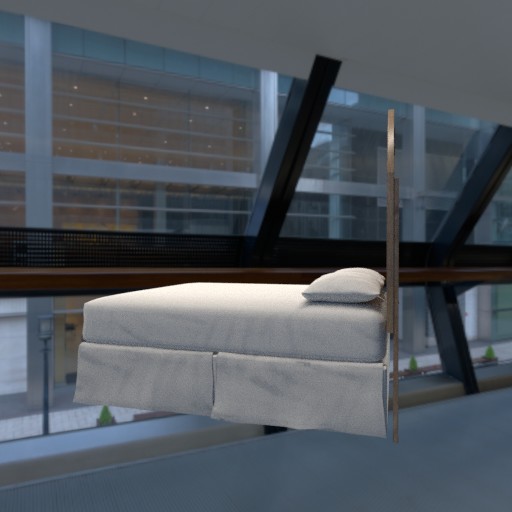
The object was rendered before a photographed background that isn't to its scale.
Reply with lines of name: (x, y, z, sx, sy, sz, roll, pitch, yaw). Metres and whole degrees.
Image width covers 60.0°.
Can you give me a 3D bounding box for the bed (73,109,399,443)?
bed: (0.000, 0.000, 3.456, 2.112, 2.002, 1.713, 0, 1, 17)
